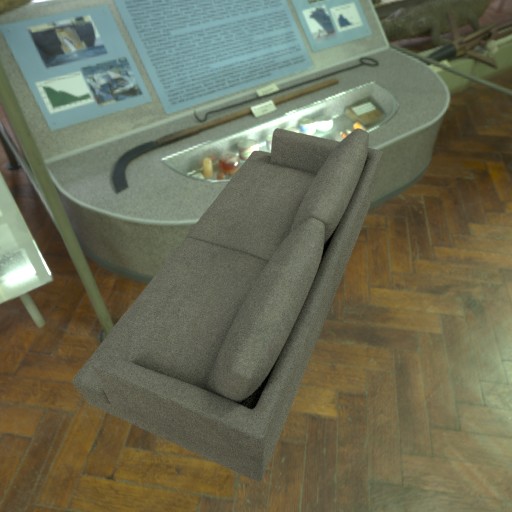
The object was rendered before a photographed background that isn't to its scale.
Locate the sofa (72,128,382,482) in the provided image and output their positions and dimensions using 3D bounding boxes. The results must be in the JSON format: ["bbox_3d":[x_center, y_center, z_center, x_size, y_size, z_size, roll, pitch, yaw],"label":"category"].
[{"bbox_3d":[0.000,0.000,2.729,1.020,0.868,2.250,17,48,16],"label":"sofa"}]
